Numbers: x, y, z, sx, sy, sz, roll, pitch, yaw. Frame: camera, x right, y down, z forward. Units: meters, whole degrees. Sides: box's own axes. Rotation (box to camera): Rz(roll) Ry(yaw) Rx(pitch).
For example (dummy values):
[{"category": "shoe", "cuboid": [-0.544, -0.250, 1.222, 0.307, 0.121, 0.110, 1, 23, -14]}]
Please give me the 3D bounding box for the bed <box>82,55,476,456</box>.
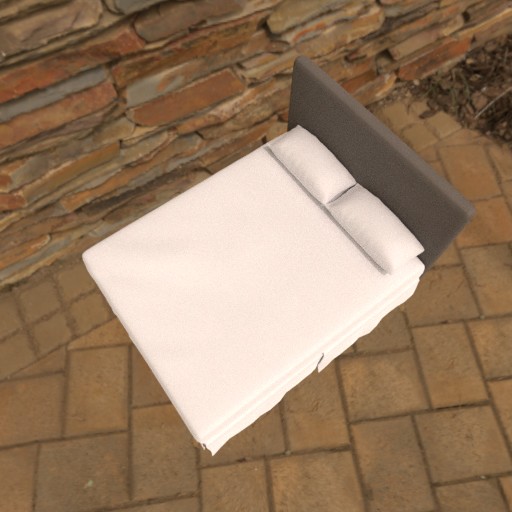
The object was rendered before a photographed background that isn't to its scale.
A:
[{"category": "bed", "cuboid": [0.000, 0.000, 3.200, 2.142, 1.330, 1.723, -34, 69, -15]}]
